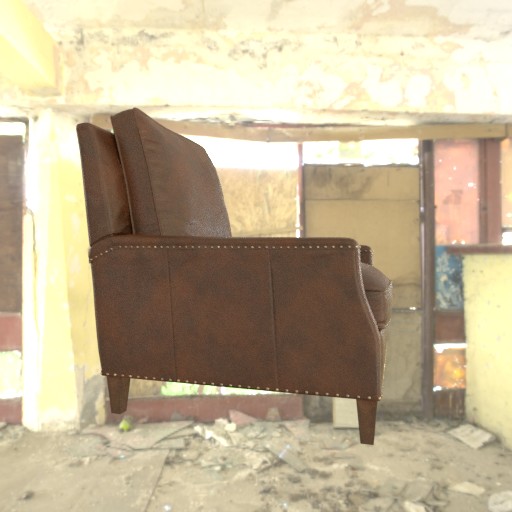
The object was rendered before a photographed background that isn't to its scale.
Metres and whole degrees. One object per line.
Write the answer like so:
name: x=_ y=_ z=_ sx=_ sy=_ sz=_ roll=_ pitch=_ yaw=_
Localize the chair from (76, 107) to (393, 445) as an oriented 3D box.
chair: x=0.000 y=0.000 z=1.751 sx=1.035 sy=1.054 sz=0.854 roll=0 pitch=0 yaw=17
